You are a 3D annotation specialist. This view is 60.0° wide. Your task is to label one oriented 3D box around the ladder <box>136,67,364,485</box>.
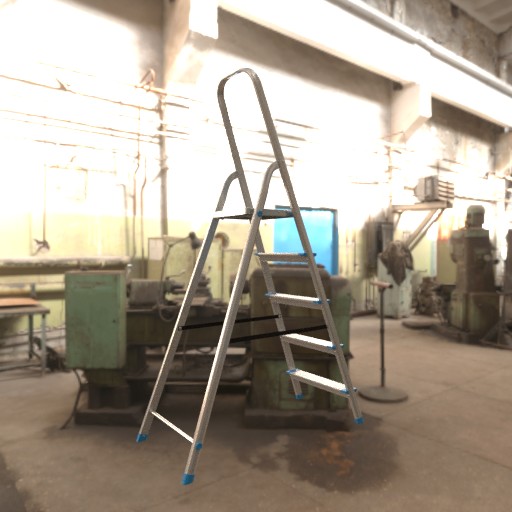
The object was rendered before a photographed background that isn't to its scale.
[{"bbox_3d":[0.000,0.000,2.072,0.990,1.648,0.468,-1,1,-36],"label":"ladder"}]
